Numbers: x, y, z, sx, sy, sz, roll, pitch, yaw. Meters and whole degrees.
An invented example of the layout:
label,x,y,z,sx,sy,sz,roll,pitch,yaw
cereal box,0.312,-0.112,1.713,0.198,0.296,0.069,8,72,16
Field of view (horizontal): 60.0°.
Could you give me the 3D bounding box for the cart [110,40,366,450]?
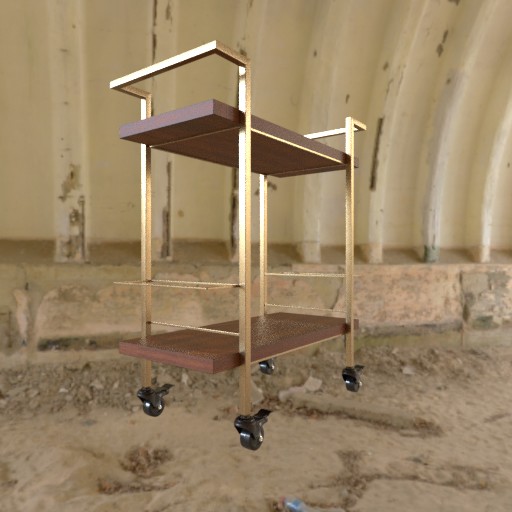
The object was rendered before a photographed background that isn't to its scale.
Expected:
label,x,y,z,sx,sy,sz,roll,pitch,yaw
cart,0.000,0.000,1.197,0.364,0.807,0.695,0,0,37
